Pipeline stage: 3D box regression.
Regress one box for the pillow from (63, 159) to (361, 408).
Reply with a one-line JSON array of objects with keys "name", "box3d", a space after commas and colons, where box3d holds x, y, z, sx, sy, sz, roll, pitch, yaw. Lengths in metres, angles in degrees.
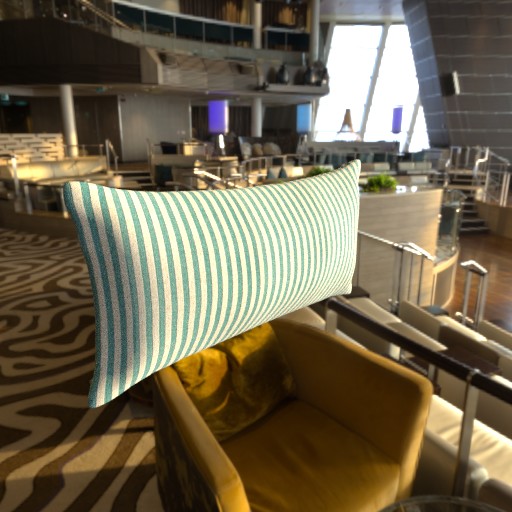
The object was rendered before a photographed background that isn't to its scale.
[{"name": "pillow", "box3d": [0.000, 0.000, 0.747, 0.151, 0.295, 0.617, 15, 21, 43]}]
